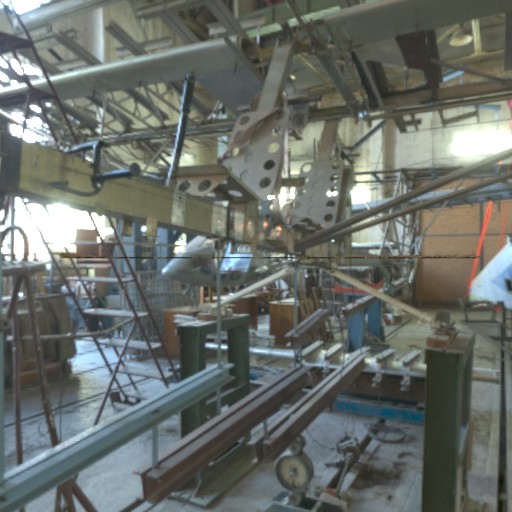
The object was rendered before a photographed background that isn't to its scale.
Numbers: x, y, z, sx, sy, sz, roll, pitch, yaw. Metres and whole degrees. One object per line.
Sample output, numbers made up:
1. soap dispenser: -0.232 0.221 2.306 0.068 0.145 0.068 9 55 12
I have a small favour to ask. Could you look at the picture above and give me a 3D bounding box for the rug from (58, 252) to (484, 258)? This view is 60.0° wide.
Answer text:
1. rug: 0.000 0.000 4.378 3.307 0.047 2.418 0 0 -16
